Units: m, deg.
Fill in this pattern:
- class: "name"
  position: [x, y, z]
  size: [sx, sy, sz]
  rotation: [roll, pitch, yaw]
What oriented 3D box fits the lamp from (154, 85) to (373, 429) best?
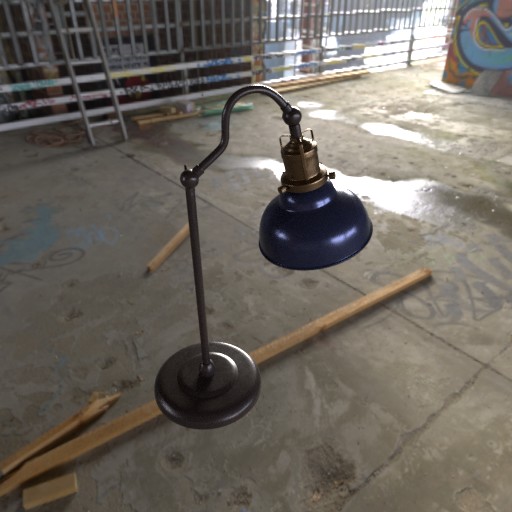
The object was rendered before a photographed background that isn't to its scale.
- class: "lamp"
  position: [0.000, 0.000, 0.692]
  size: [0.374, 0.508, 0.192]
  rotation: [-11, 34, -16]
